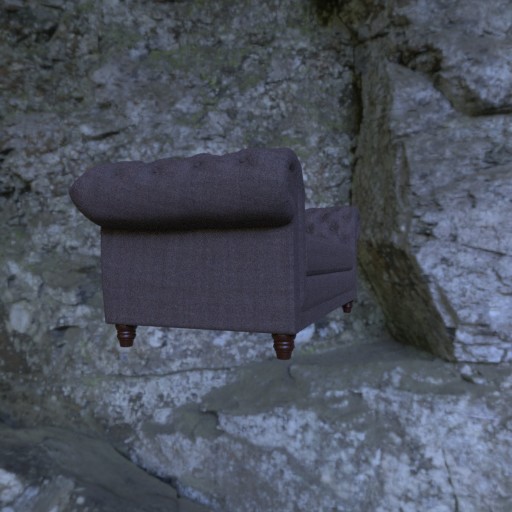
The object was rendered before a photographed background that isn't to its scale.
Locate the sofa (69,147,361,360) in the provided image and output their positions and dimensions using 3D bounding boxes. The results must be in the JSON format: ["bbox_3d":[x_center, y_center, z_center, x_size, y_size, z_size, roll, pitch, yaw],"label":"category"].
[{"bbox_3d":[0.000,0.000,2.519,0.944,0.780,2.048,0,-1,20],"label":"sofa"}]
